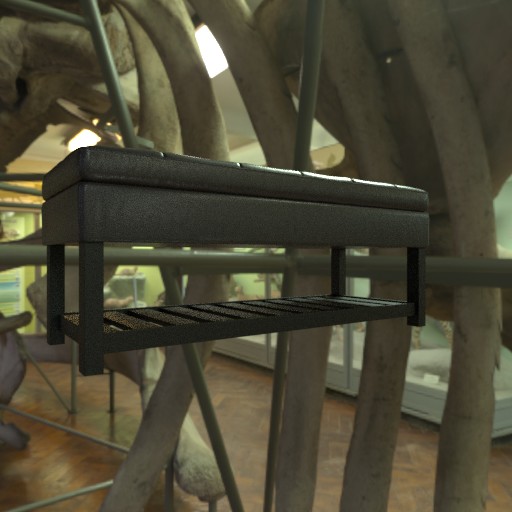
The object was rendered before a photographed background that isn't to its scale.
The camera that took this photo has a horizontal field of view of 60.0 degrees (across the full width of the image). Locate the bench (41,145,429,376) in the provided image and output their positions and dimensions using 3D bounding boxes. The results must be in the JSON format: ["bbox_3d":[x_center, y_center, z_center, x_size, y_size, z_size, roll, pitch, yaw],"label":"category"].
[{"bbox_3d":[0.000,0.000,1.317,1.105,0.460,0.432,0,0,-35],"label":"bench"}]
